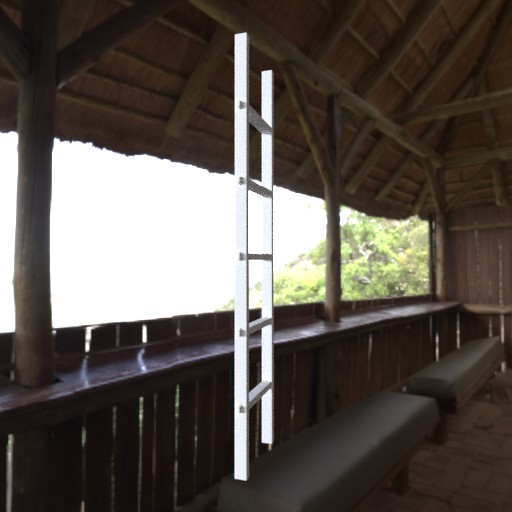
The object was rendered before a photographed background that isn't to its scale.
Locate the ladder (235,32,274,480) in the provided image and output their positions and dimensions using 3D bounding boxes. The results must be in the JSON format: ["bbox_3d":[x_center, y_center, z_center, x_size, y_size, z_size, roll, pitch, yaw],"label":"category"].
[{"bbox_3d":[0.000,0.000,1.976,0.051,1.797,0.452,0,-1,18],"label":"ladder"}]
